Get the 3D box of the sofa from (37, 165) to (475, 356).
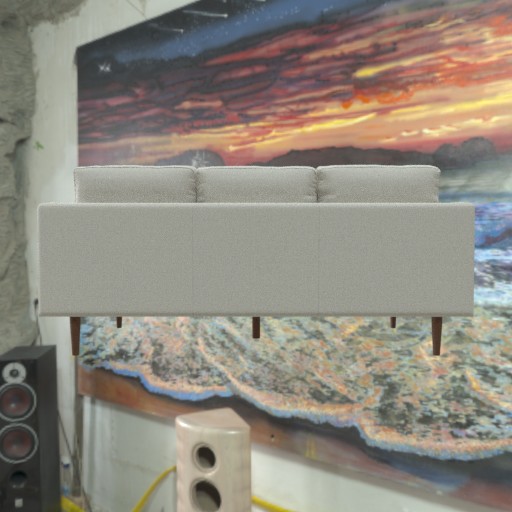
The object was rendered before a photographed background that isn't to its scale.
[{"bbox_3d":[0.000,0.000,2.433,2.029,0.912,0.802,0,2,0],"label":"sofa"}]
